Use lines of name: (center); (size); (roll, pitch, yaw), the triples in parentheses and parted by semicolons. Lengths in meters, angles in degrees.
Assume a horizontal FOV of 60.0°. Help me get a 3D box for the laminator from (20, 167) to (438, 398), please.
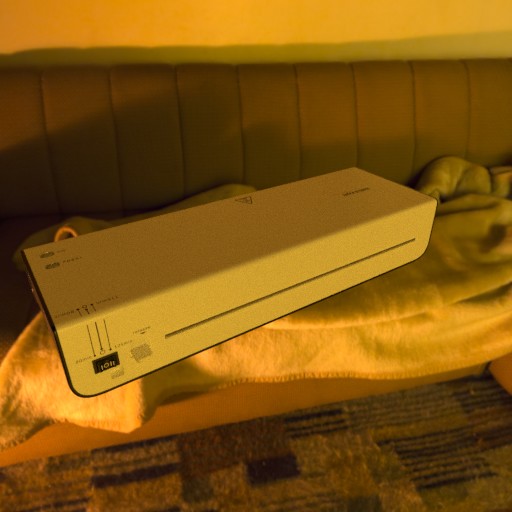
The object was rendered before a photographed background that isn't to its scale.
laminator: (0.000, 0.000, 0.381); (0.340, 0.062, 0.123); (-18, 35, -28)
